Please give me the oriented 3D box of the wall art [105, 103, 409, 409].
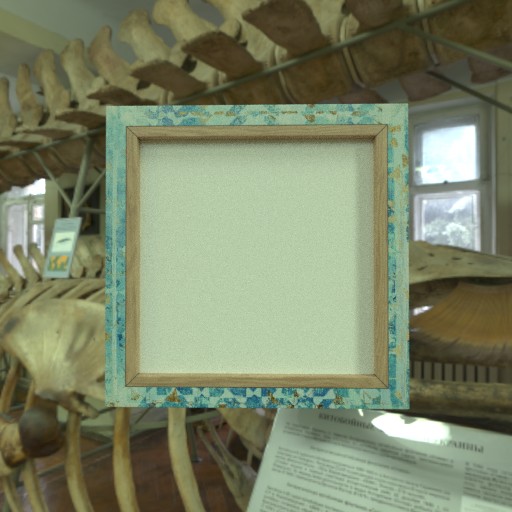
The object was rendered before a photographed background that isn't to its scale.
[{"bbox_3d":[0.000,0.000,1.356,0.916,0.916,0.040,0,-1,1],"label":"wall art"}]
